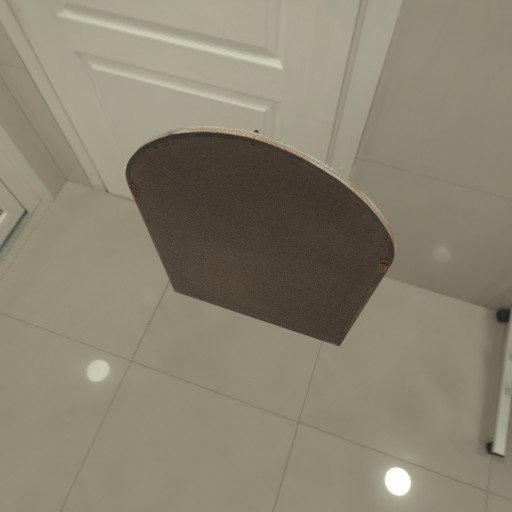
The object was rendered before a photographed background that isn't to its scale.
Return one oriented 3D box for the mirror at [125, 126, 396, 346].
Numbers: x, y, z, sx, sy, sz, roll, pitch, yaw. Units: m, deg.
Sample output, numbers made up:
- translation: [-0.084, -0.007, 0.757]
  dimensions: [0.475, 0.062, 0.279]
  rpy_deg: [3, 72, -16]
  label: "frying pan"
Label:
- translation: [0.000, 0.000, 1.144]
  dimensions: [0.609, 0.915, 0.032]
  rpy_deg: [17, 65, 8]
  label: "mirror"
